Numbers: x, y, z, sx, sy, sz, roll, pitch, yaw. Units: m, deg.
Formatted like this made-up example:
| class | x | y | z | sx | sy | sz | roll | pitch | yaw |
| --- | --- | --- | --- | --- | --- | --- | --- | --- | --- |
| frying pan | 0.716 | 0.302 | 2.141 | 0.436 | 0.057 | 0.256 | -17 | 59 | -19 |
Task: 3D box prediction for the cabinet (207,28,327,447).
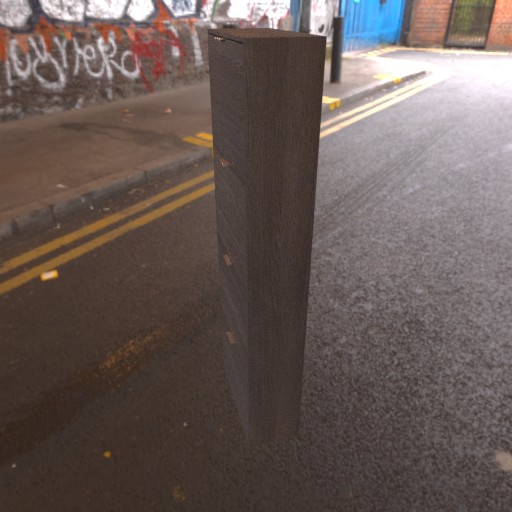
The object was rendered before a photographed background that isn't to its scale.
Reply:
| class | x | y | z | sx | sy | sz | roll | pitch | yaw |
| --- | --- | --- | --- | --- | --- | --- | --- | --- | --- |
| cabinet | 0.000 | 0.000 | 1.805 | 0.255 | 1.630 | 0.520 | -8 | 31 | -14 |
